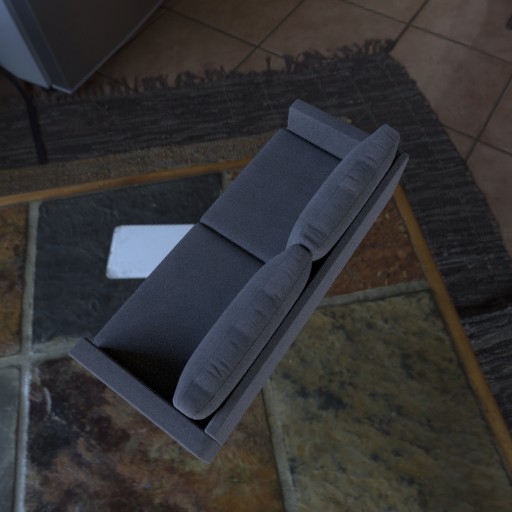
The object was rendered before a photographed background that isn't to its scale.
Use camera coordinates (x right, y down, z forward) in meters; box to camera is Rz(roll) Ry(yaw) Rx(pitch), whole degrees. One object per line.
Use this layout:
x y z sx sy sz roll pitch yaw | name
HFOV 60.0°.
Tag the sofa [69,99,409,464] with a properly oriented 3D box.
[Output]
0.000 0.000 2.626 0.880 0.880 2.100 32 67 15 | sofa
